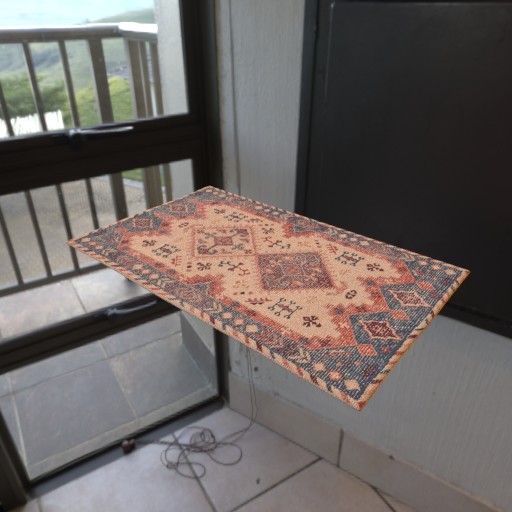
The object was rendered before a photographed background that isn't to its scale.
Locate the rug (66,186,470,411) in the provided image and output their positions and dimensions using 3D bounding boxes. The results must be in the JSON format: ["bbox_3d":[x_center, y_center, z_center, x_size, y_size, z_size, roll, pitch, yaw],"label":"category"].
[{"bbox_3d":[0.000,0.000,3.135,2.464,0.023,1.521,23,37,34],"label":"rug"}]
